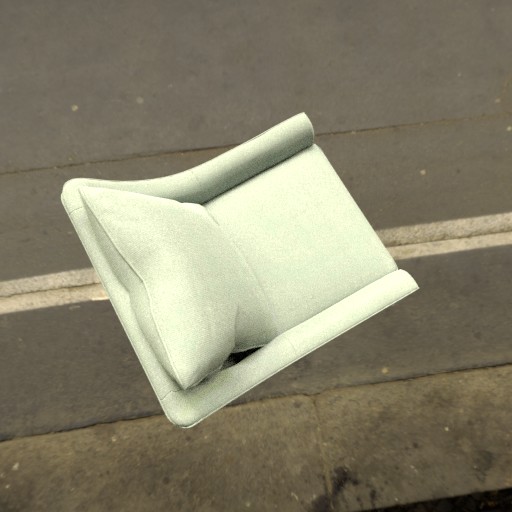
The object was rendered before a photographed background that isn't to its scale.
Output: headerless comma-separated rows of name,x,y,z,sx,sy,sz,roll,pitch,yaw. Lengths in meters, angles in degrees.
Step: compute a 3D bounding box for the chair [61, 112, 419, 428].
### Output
chair,0.000,0.000,1.554,0.870,0.926,0.760,-29,78,-7
